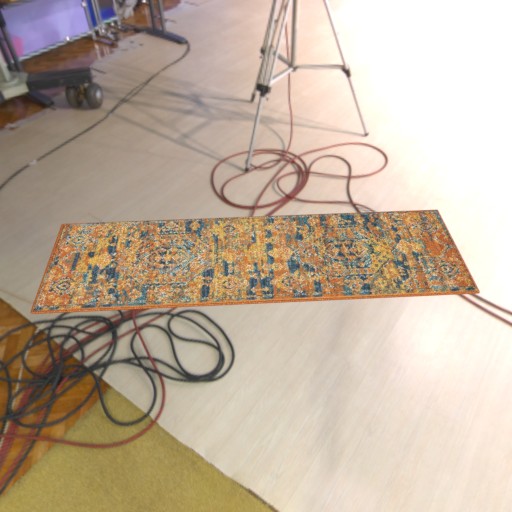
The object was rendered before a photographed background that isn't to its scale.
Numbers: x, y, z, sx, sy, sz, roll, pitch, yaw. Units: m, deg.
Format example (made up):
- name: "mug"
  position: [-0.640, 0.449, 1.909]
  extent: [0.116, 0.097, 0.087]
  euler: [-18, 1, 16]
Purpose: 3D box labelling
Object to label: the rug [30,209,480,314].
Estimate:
- name: "rug"
  position: [0.000, 0.000, 2.454]
  extent: [2.274, 0.016, 0.651]
  euler: [-2, 47, -2]
